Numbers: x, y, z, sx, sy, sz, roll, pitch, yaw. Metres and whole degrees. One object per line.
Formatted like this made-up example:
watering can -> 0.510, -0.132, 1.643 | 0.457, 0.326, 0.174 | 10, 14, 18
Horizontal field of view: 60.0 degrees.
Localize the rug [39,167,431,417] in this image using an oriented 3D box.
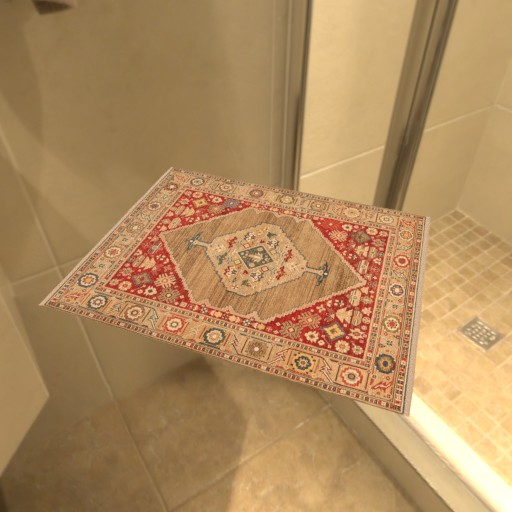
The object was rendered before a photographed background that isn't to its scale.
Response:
rug -> 0.000, 0.000, 4.317 | 3.143, 0.008, 2.451 | 13, 44, 14
